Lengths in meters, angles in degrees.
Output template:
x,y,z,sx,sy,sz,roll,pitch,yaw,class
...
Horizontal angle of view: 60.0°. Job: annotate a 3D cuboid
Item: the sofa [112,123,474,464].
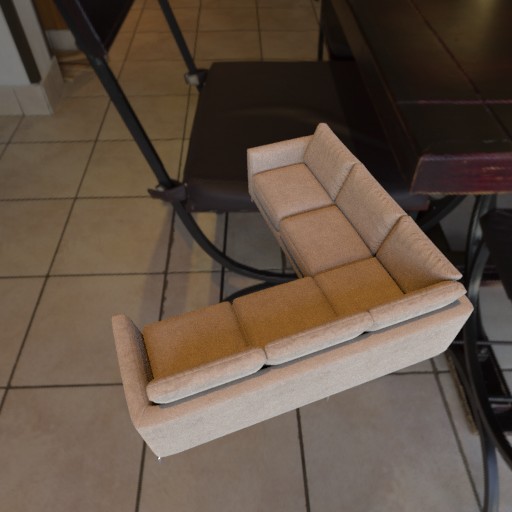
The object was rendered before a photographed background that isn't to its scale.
x,y,z,sx,sy,sz,roll,pitch,yaw,class
0.000,0.000,3.731,2.438,0.864,2.438,-16,50,-14,sofa
